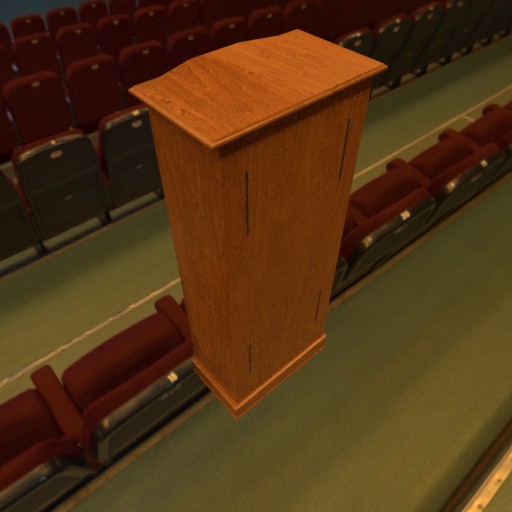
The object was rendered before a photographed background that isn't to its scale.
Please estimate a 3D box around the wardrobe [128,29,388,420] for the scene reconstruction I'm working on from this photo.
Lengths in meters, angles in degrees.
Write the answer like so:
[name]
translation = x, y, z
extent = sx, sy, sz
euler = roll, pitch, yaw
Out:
[wardrobe]
translation = 0.000, 0.000, 1.137
extent = 0.406, 0.959, 0.273
euler = -32, 55, -27
